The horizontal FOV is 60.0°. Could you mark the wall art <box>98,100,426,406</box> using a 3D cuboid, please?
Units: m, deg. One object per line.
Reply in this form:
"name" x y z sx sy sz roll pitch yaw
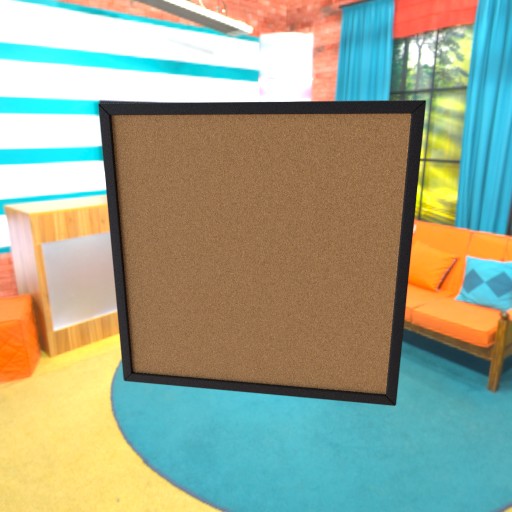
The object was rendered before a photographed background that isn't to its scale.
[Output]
"wall art" 0.000 0.000 0.466 0.305 0.305 0.037 3 16 9
